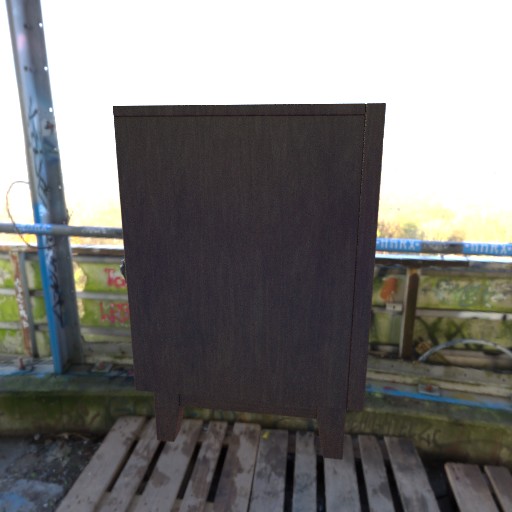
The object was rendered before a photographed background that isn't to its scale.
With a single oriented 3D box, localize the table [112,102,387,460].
[{"bbox_3d":[0.000,0.000,0.988,0.449,0.609,0.557,2,16,8],"label":"table"}]
